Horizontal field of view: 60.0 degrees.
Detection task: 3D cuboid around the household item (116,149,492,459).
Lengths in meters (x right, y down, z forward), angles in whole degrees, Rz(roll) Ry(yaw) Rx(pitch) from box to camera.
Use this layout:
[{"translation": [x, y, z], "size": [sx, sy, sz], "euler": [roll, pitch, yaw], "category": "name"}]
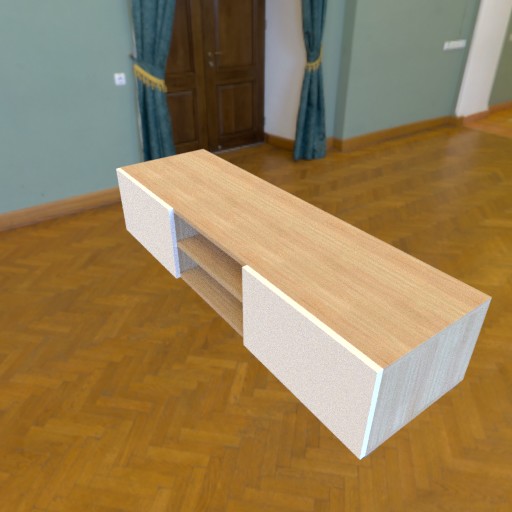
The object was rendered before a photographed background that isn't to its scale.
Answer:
[{"translation": [0.000, 0.000, 1.551], "size": [0.420, 0.310, 1.400], "euler": [-21, 38, -30], "category": "household item"}]
